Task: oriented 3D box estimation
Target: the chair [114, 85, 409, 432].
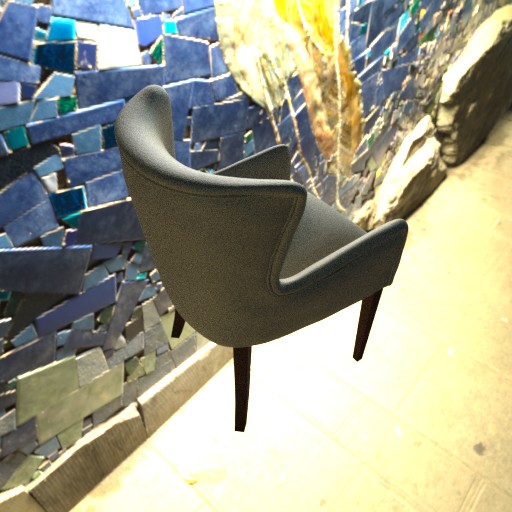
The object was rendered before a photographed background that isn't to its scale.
[{"bbox_3d":[0.000,0.000,1.409,0.686,0.952,0.660,-24,46,-25],"label":"chair"}]
